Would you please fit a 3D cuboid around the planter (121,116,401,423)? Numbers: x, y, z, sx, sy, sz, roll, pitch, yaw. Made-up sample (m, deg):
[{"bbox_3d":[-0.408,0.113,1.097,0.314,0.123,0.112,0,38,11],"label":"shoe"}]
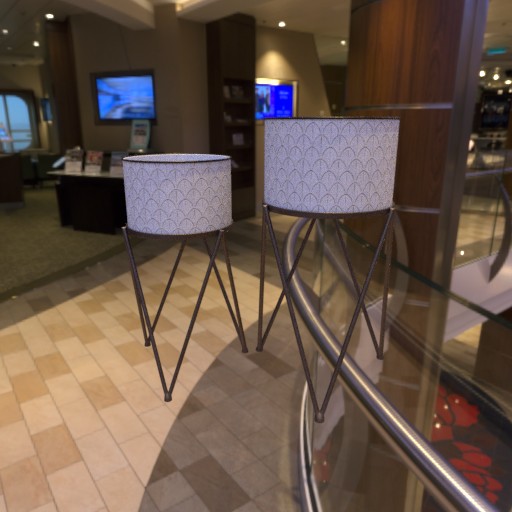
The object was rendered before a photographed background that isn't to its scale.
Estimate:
[{"bbox_3d":[0.000,0.000,1.195,0.769,0.712,0.413,2,17,7],"label":"planter"}]
